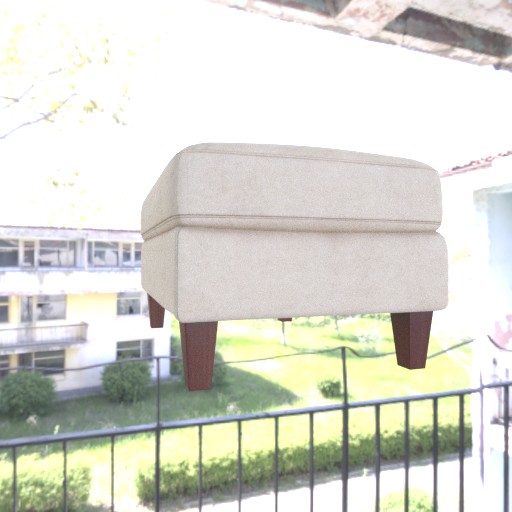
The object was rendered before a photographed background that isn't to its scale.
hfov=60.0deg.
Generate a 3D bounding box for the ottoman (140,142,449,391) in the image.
[{"bbox_3d":[0.000,0.000,1.234,0.584,0.483,0.864,0,0,-18],"label":"ottoman"}]
